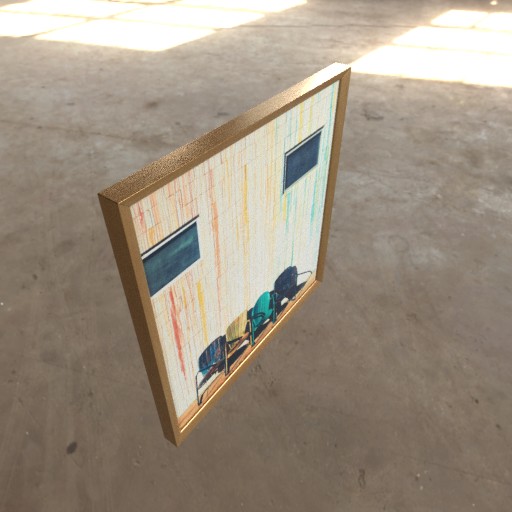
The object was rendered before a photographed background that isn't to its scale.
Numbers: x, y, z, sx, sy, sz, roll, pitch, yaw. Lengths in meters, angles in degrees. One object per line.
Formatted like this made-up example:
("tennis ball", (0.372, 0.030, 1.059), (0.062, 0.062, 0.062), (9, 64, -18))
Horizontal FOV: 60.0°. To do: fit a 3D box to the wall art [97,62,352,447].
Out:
("wall art", (0.000, 0.000, 0.455), (0.019, 0.302, 0.302), (25, 47, 26))
